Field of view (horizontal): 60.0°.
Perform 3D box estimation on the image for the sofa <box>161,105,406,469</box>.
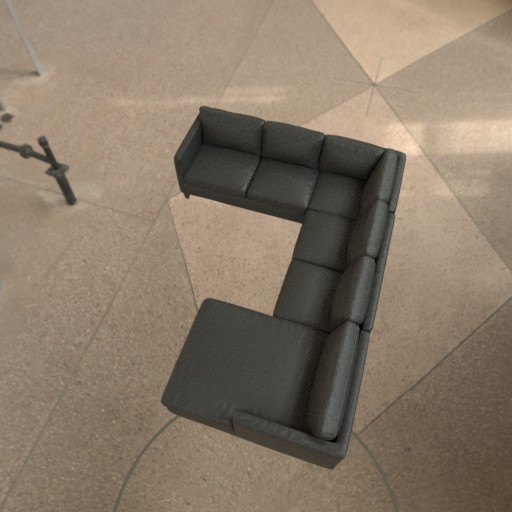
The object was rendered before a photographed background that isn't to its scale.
[{"bbox_3d":[0.000,0.000,4.689,2.593,0.923,3.460,15,59,10],"label":"sofa"}]
